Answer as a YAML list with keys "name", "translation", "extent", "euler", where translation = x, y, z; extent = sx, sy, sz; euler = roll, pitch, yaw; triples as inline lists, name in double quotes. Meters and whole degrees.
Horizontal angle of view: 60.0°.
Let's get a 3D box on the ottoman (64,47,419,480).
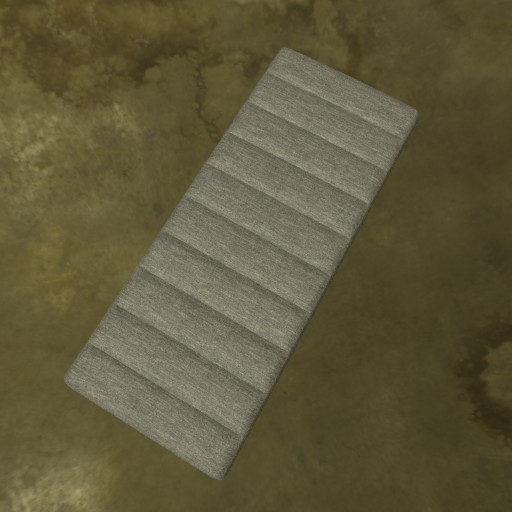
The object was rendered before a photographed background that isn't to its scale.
- name: "ottoman"
  translation: [0.000, 0.000, 1.395]
  extent: [0.482, 0.469, 1.151]
  euler: [29, 77, 7]
